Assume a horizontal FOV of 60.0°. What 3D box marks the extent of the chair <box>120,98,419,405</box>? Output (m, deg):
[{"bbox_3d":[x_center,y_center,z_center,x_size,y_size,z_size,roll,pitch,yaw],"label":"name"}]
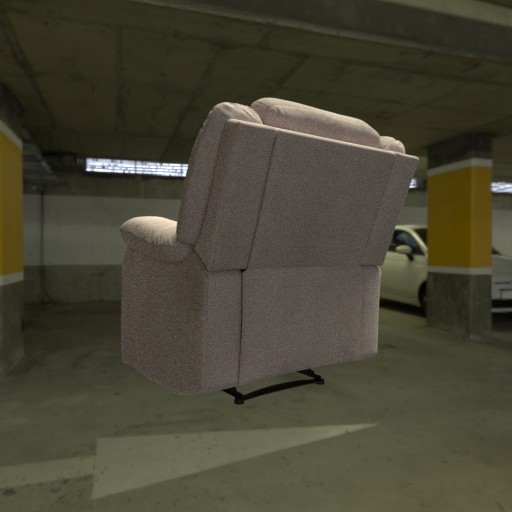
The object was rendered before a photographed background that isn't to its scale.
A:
[{"bbox_3d":[0.000,0.000,1.766,0.899,1.008,0.944,-1,1,-36],"label":"chair"}]
